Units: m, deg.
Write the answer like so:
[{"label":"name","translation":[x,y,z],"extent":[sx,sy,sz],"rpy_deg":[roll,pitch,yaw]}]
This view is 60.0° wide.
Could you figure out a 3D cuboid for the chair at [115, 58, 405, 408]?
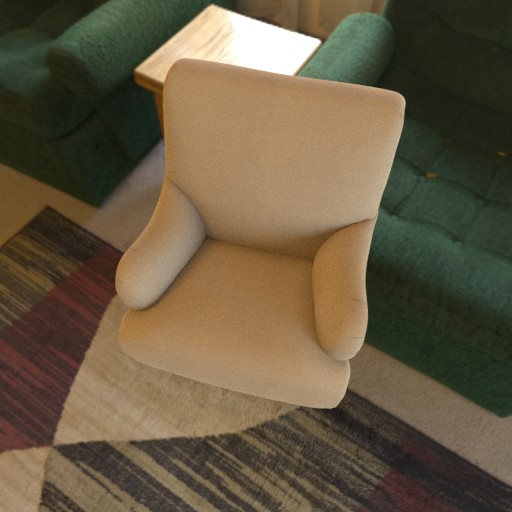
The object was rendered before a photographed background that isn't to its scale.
[{"label":"chair","translation":[0.000,0.000,1.522],"extent":[0.766,0.942,0.842],"rpy_deg":[12,59,8]}]
